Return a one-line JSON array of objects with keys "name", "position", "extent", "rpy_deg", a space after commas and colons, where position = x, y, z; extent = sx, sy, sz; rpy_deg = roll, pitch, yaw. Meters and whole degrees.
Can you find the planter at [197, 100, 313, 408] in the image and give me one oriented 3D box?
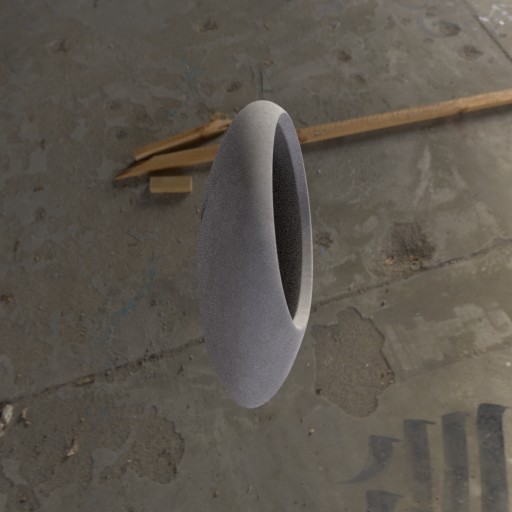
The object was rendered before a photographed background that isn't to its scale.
[{"name": "planter", "position": [0.000, 0.000, 0.285], "extent": [0.071, 0.188, 0.185], "rpy_deg": [2, 64, 1]}]
